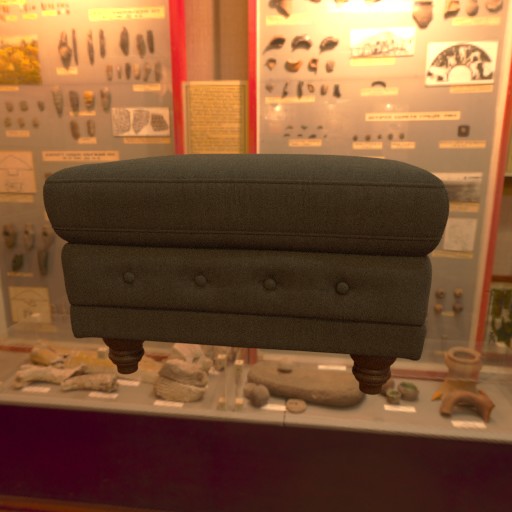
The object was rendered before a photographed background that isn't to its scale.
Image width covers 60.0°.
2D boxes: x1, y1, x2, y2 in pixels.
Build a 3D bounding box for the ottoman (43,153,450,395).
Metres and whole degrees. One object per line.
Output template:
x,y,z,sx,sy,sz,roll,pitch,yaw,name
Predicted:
0.000,0.000,1.119,0.771,0.500,0.569,2,14,9,ottoman
